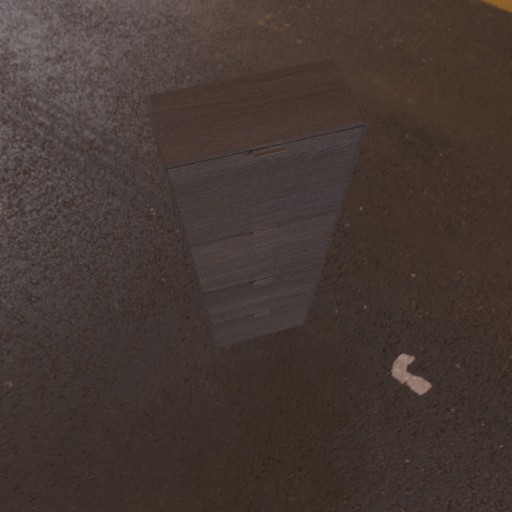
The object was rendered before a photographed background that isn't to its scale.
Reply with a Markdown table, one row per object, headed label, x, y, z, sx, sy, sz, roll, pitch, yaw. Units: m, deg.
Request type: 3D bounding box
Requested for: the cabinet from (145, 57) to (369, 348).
| label | x | y | z | sx | sy | sz | roll | pitch | yaw |
| --- | --- | --- | --- | --- | --- | --- | --- | --- | --- |
| cabinet | 0.000 | 0.000 | 1.837 | 0.520 | 1.630 | 0.255 | -14 | 64 | -7 |
